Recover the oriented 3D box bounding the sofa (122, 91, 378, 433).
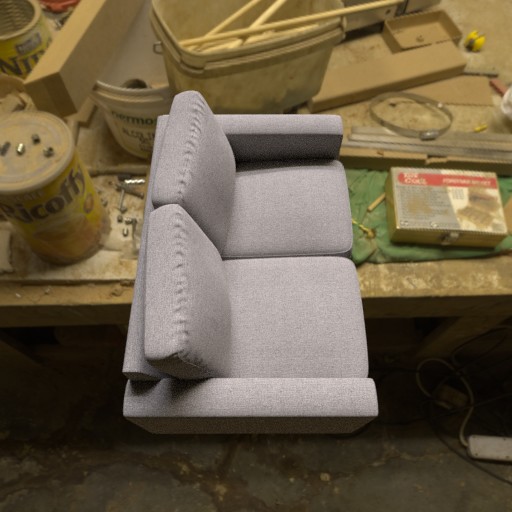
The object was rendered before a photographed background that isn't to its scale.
[{"bbox_3d":[0.000,0.000,1.983,0.917,0.873,1.420,0,62,0],"label":"sofa"}]
